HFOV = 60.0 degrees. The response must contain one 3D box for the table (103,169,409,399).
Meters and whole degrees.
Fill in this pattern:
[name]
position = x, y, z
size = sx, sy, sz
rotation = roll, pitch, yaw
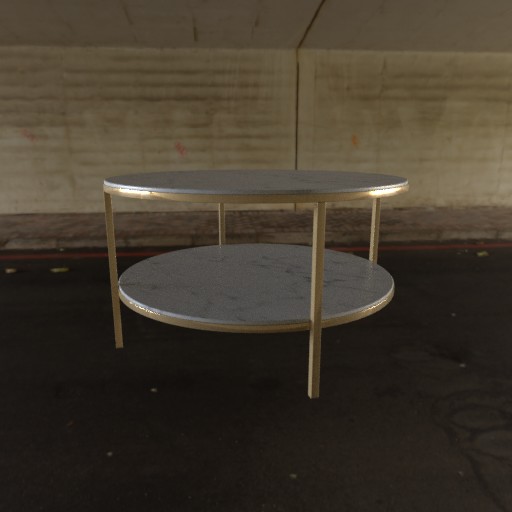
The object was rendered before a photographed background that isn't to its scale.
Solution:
[table]
position = 0.000, 0.000, 1.274
size = 0.800, 0.450, 0.800
rotation = 0, 14, 0
